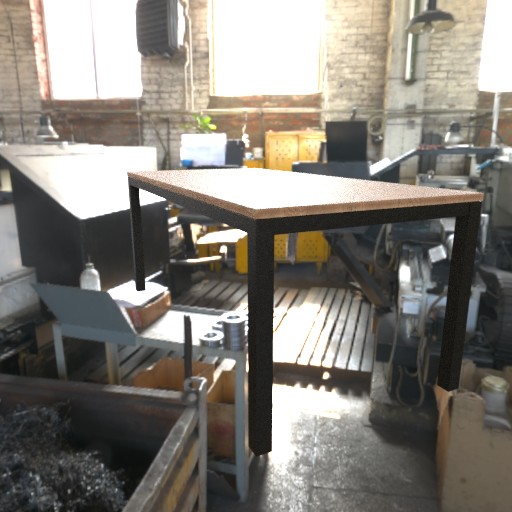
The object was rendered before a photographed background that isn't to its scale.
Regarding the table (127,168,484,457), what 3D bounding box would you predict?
[{"bbox_3d":[0.000,0.000,2.243,0.893,0.767,1.805,-7,16,-25],"label":"table"}]
